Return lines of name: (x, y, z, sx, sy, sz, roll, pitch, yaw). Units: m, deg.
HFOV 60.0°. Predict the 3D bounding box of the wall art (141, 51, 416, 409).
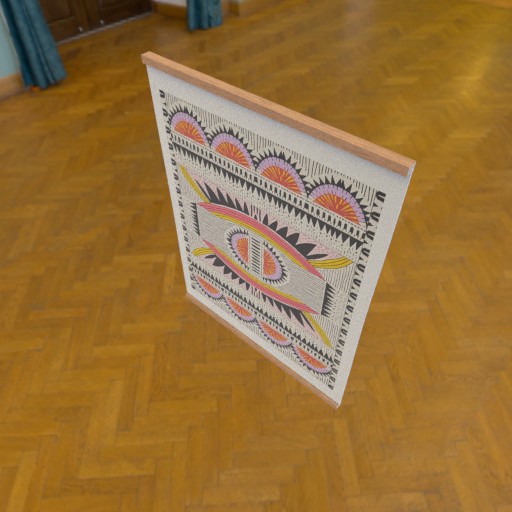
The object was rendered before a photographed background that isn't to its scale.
wall art: (0.000, 0.000, 1.353, 0.765, 1.016, 0.028, 32, 54, 26)
